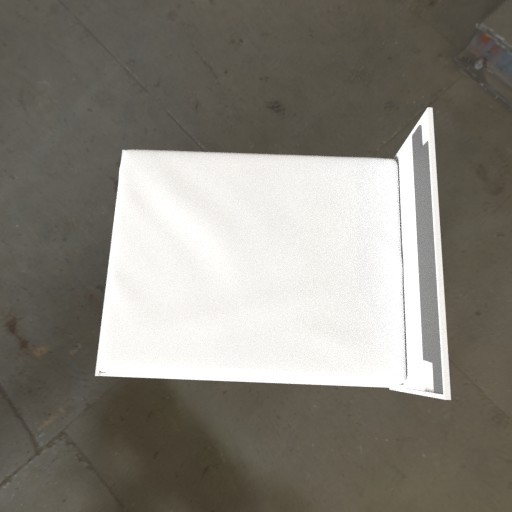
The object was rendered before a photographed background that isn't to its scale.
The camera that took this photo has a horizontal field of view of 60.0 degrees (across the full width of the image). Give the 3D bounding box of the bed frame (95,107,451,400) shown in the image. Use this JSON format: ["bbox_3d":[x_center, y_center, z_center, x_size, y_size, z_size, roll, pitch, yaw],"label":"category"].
[{"bbox_3d":[0.000,0.000,3.009,2.100,1.001,1.711,2,76,1],"label":"bed frame"}]
